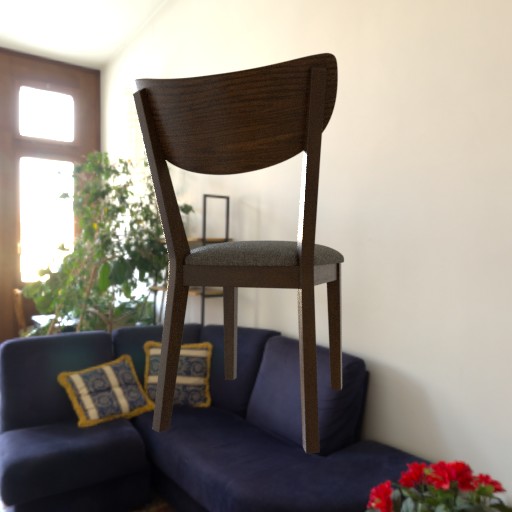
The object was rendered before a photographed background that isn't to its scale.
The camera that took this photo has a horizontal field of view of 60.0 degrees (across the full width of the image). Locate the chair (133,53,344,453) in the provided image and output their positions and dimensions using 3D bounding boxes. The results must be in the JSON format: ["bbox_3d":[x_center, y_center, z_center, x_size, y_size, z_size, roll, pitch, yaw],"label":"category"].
[{"bbox_3d":[0.000,0.000,1.201,0.491,0.849,0.583,0,1,18],"label":"chair"}]
